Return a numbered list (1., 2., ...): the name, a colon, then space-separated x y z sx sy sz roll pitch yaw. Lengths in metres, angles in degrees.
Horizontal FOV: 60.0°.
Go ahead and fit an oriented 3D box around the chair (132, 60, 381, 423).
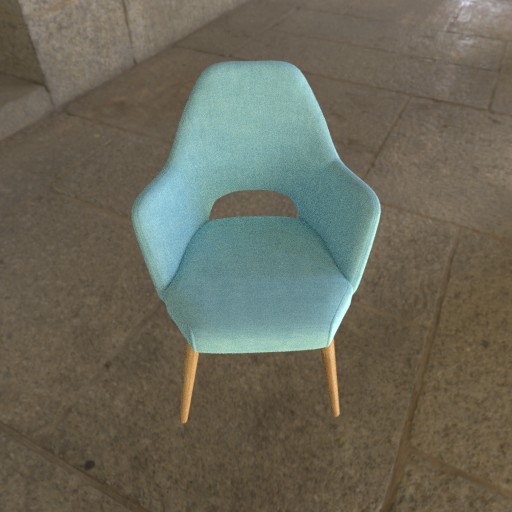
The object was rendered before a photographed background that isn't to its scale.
1. chair: 0.000 0.000 1.230 0.590 0.840 0.610 -2 45 -2
